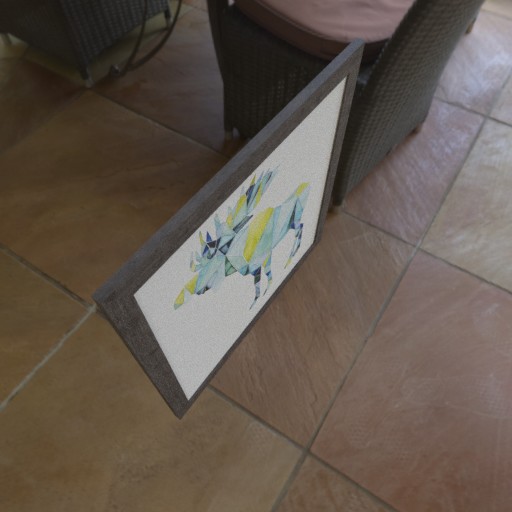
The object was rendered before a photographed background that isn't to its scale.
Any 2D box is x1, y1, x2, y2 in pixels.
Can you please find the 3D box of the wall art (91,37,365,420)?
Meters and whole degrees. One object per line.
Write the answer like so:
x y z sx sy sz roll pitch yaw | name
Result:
0.000 0.000 0.663 0.013 0.457 0.457 32 63 18 | wall art
